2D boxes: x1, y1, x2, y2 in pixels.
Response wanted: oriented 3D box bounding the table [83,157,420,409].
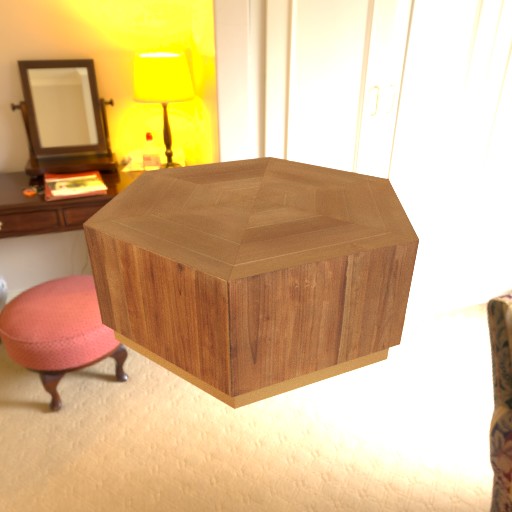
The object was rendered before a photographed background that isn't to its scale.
[{"bbox_3d":[0.000,0.000,1.664,1.154,0.456,1.000,19,32,32],"label":"table"}]
